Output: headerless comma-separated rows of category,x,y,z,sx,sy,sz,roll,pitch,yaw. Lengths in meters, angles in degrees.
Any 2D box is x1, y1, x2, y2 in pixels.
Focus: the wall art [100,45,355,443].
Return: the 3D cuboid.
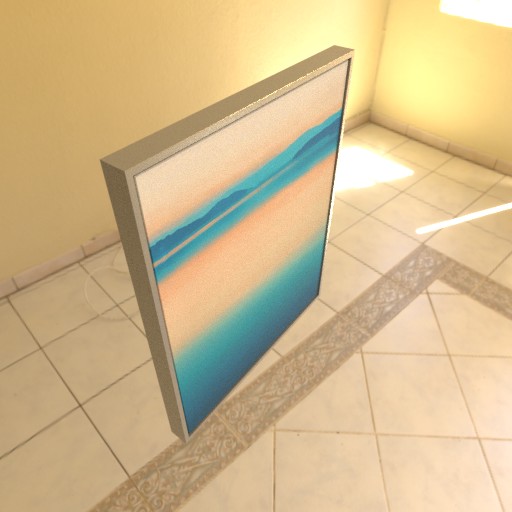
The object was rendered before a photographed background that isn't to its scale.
wall art,0.000,0.000,0.743,0.037,0.554,0.453,27,49,27
